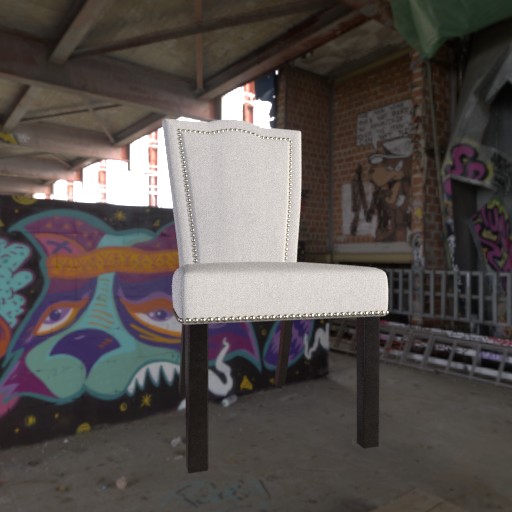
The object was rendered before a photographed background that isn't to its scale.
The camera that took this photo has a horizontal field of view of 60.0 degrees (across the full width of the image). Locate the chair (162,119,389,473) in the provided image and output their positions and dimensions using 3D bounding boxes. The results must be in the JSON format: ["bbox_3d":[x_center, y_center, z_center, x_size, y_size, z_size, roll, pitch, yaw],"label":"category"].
[{"bbox_3d":[0.000,0.000,1.288,0.518,0.946,0.589,0,0,-17],"label":"chair"}]
